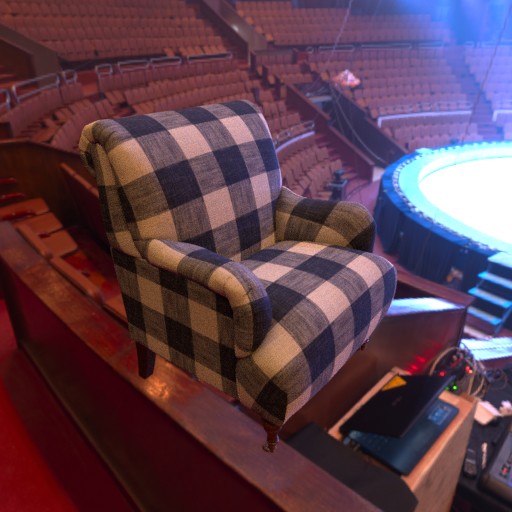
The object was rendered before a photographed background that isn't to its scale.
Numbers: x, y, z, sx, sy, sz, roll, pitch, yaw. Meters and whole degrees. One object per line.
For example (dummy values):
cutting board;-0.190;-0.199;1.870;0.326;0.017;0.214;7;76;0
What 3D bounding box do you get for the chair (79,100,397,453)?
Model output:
chair;0.000;0.000;1.579;0.848;0.953;0.781;19;31;33
